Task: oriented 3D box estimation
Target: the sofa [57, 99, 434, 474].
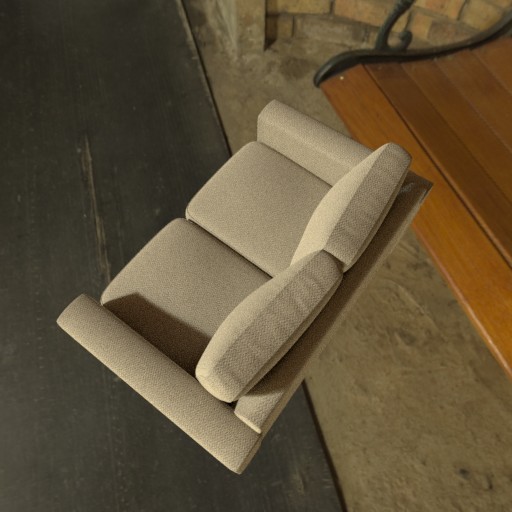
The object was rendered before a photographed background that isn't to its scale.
[{"bbox_3d":[0.000,0.000,2.146,1.016,0.873,1.616,34,68,16],"label":"sofa"}]
